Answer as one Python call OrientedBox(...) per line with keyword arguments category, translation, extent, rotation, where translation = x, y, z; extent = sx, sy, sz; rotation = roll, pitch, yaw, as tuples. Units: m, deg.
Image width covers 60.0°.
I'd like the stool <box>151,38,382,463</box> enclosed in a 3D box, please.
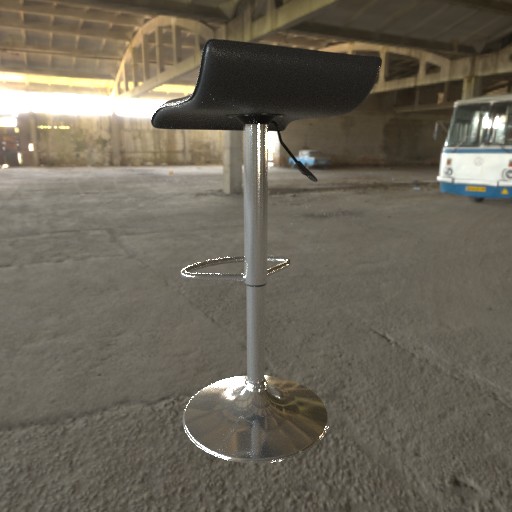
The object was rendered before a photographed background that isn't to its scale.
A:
OrientedBox(category="stool", translation=(0.000, 0.000, 1.060), extent=(0.381, 0.851, 0.381), rotation=(-7, 15, -26))
